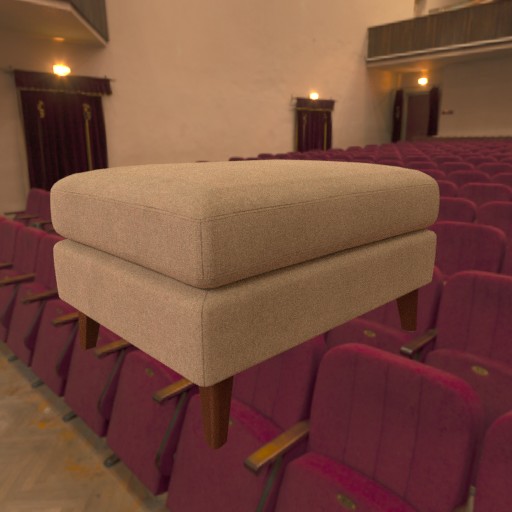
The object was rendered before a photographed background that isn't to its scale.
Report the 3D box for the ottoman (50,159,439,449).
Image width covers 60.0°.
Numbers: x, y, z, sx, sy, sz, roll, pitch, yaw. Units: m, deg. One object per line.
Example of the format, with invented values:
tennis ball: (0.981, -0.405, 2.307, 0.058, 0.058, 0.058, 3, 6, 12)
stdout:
ottoman: (0.000, 0.000, 1.163, 0.823, 0.478, 0.610, -14, 20, -42)
